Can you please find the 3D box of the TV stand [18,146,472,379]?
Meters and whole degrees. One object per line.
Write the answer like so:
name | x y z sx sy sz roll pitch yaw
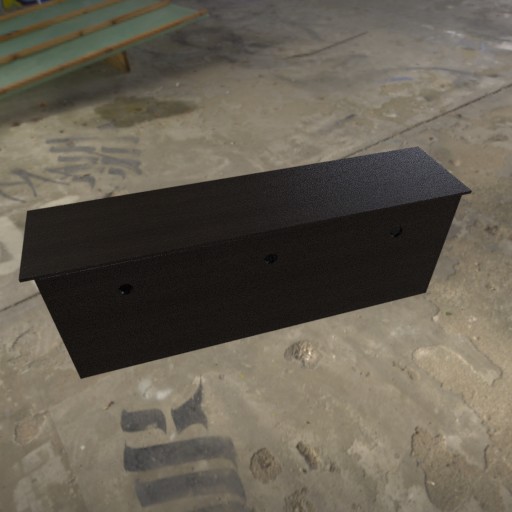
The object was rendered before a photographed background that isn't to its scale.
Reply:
TV stand | 0.000 0.000 2.015 1.778 0.610 0.406 -12 43 -13
